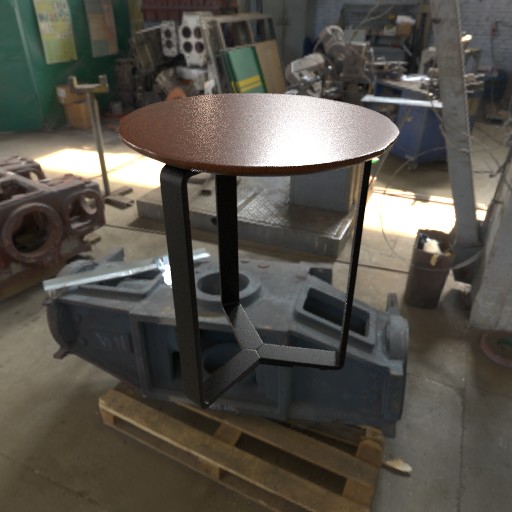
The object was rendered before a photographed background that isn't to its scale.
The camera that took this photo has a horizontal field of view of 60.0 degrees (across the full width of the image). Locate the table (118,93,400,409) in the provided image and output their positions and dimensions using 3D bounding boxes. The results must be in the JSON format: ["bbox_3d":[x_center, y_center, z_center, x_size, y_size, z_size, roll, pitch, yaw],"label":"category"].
[{"bbox_3d":[0.000,0.000,0.745,0.380,0.450,0.410,-11,32,-18],"label":"table"}]
